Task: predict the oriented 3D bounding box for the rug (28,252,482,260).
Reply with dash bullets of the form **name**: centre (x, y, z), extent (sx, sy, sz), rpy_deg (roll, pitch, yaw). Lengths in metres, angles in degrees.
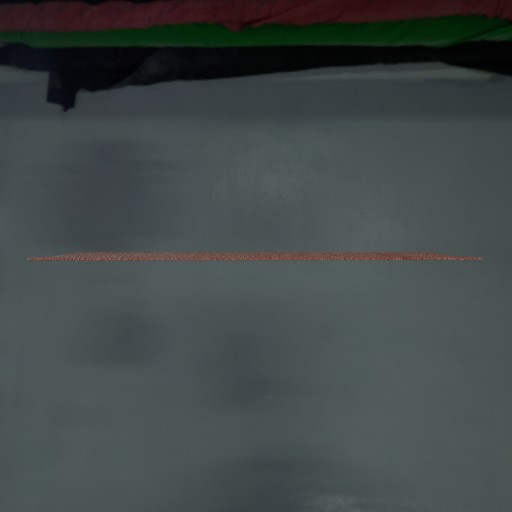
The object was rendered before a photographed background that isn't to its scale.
- **rug**: centre (0.000, 0.000, 2.576), extent (2.307, 0.012, 0.687), rpy_deg (0, 3, -1)
